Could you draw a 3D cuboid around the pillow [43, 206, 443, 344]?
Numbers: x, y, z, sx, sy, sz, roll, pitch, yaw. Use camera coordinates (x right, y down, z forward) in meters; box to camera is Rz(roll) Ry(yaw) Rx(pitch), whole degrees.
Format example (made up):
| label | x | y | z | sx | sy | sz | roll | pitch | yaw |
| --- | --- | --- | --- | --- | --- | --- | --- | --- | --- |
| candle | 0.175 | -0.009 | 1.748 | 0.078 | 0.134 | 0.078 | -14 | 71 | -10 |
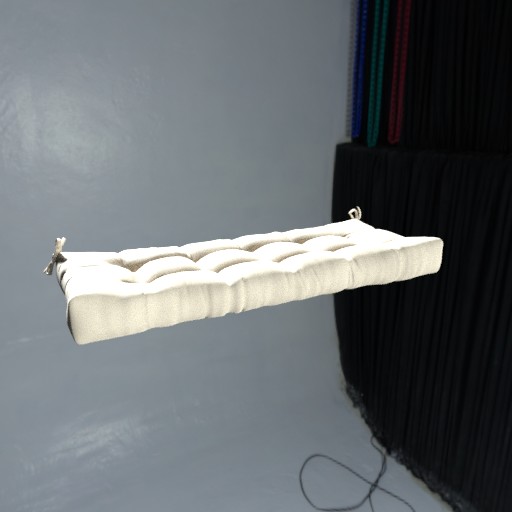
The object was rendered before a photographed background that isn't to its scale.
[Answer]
| label | x | y | z | sx | sy | sz | roll | pitch | yaw |
| --- | --- | --- | --- | --- | --- | --- | --- | --- | --- |
| pillow | 0.000 | 0.000 | 1.384 | 1.194 | 0.174 | 0.511 | -8 | 18 | -26 |
